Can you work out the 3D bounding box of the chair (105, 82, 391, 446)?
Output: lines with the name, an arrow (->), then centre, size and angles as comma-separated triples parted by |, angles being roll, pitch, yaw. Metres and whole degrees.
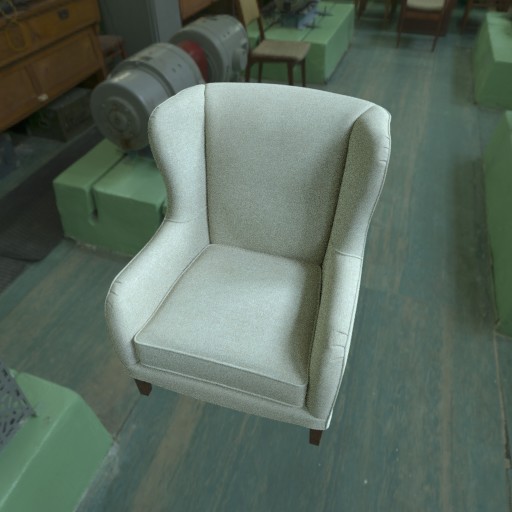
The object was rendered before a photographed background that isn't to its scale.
chair -> 0.000, 0.000, 1.749 | 0.838, 1.040, 0.966 | 12, 43, 13
